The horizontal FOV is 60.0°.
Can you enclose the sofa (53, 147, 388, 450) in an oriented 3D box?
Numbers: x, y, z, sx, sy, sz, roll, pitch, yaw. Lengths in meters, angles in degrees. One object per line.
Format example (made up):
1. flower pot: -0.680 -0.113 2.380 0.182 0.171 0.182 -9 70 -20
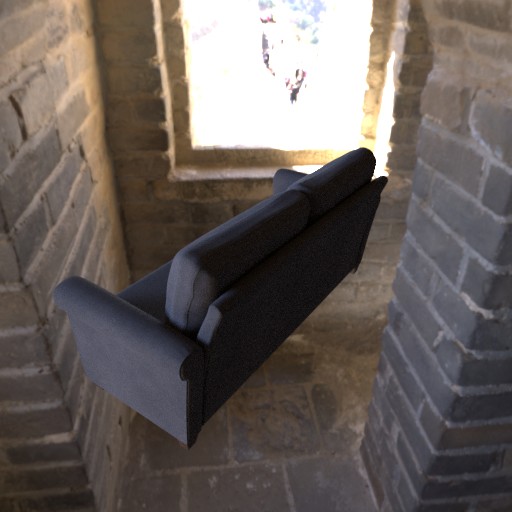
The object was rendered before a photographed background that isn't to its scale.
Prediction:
1. sofa: 0.000 0.000 2.482 0.842 0.942 1.935 19 35 30
